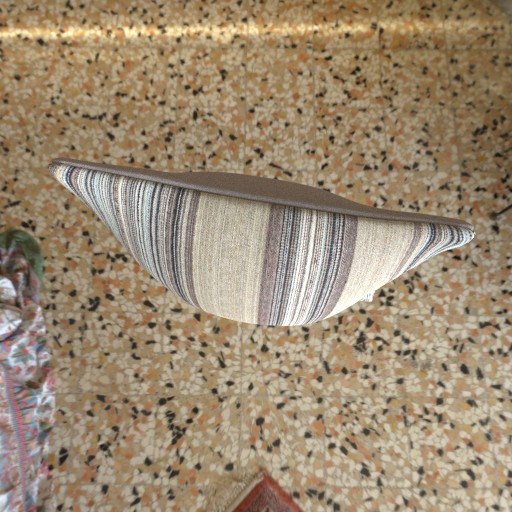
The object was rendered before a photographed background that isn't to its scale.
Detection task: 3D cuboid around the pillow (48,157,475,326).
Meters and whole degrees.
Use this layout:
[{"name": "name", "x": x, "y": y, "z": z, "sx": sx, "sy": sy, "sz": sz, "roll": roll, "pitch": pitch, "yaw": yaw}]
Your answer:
[{"name": "pillow", "x": 0.000, "y": 0.000, "z": 0.633, "sx": 0.435, "sy": 0.416, "sz": 0.189, "roll": 9, "pitch": 76, "yaw": 2}]
